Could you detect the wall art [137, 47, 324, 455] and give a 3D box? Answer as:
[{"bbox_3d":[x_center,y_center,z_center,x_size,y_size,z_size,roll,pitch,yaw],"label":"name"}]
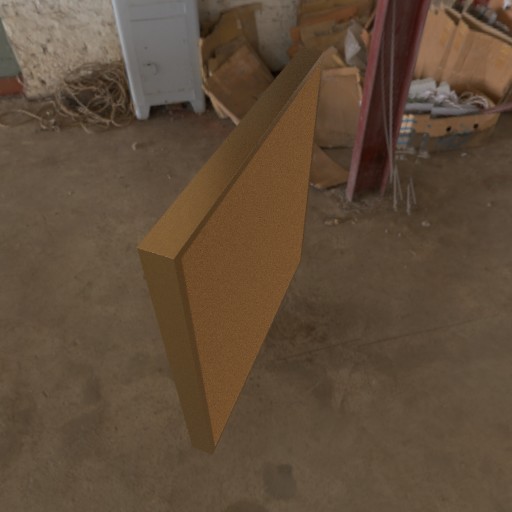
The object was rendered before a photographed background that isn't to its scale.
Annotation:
[{"bbox_3d":[0.000,0.000,0.764,0.040,0.509,0.509,16,49,15],"label":"wall art"}]
